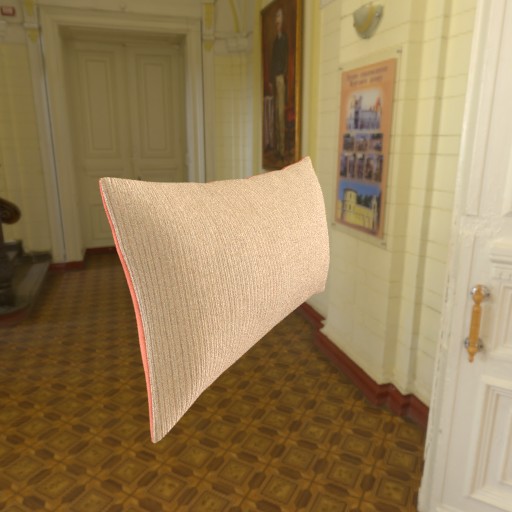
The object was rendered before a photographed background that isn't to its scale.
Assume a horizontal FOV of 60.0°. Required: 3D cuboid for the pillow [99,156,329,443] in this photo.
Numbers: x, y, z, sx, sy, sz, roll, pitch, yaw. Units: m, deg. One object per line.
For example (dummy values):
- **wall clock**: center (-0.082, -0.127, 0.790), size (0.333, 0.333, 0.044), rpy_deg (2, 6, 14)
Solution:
- **pillow**: center (0.000, 0.000, 0.747), size (0.155, 0.307, 0.608), rpy_deg (8, 17, 26)
